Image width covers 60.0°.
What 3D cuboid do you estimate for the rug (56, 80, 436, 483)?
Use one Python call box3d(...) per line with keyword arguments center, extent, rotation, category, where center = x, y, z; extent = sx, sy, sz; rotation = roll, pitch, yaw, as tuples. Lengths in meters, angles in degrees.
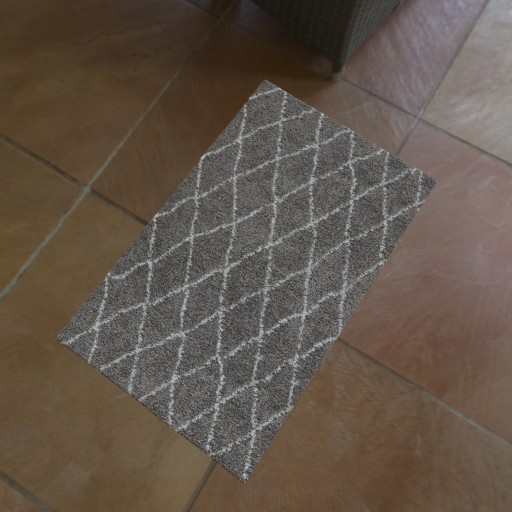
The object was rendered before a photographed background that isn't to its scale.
box3d(center=(0.000, 0.000, 3.073), extent=(1.524, 0.030, 2.438), rotation=(34, 77, 9), category="rug")
